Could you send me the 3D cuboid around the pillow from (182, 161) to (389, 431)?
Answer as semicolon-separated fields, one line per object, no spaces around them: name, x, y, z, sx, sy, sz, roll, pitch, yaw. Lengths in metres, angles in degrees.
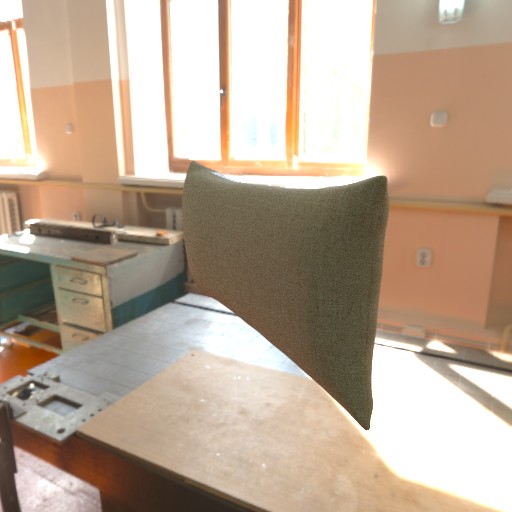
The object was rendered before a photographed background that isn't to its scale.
pillow;0.000;0.000;1.062;0.197;0.429;0.859;-7;15;-26
